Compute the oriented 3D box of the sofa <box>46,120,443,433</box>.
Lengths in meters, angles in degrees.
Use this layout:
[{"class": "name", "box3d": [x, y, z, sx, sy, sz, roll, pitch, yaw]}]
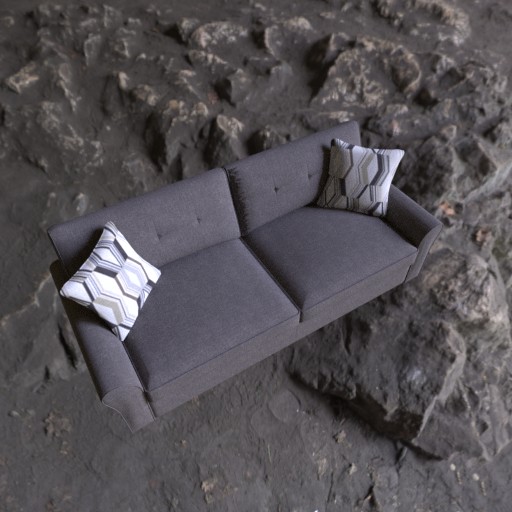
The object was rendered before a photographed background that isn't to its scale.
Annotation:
[{"class": "sofa", "box3d": [0.000, 0.000, 2.499, 2.032, 0.813, 0.889, -24, 52, -21]}]
